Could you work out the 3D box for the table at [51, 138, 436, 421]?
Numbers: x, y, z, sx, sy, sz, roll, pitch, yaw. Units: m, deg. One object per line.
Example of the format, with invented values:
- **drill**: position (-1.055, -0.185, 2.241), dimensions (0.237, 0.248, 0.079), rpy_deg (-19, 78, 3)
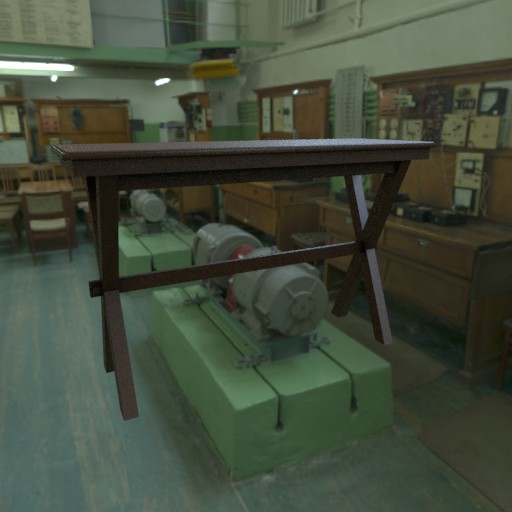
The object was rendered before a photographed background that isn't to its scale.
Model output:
- **table**: position (0.000, 0.000, 1.546), dimensions (1.197, 0.763, 0.399), rpy_deg (-8, 19, -26)
